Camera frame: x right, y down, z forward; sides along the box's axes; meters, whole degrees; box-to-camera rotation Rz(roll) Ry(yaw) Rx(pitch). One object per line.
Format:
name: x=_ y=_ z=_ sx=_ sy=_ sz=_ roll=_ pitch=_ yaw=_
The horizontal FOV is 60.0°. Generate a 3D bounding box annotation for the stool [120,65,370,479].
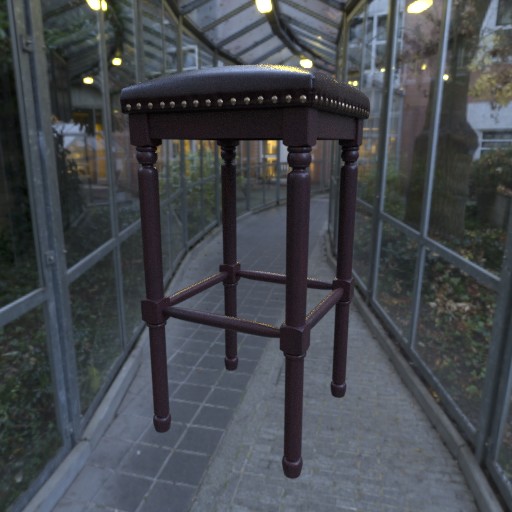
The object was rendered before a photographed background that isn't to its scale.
stool: x=0.000 y=0.000 z=0.978 sx=0.383 sy=0.768 sz=0.382 roll=7 pitch=15 yaw=26
